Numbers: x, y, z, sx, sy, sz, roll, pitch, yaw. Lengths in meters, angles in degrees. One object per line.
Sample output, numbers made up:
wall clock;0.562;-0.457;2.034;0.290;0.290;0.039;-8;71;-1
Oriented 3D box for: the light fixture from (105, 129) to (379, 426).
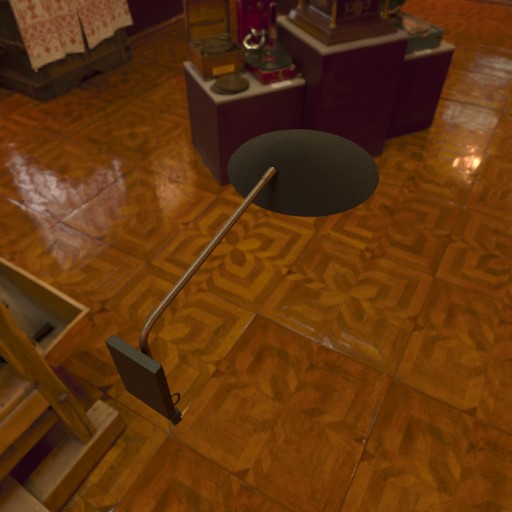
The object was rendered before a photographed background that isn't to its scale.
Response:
light fixture;0.000;0.000;0.682;0.240;0.312;0.516;25;50;22
